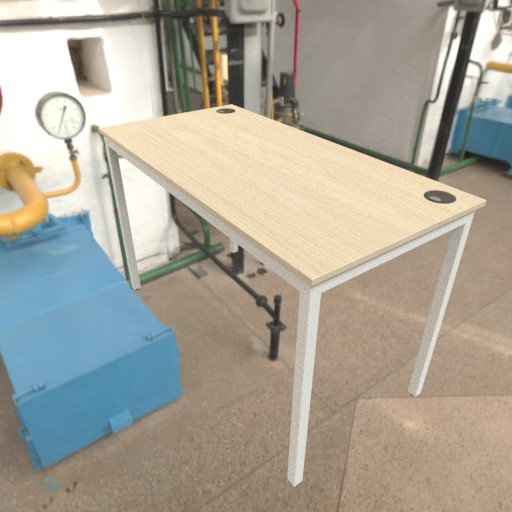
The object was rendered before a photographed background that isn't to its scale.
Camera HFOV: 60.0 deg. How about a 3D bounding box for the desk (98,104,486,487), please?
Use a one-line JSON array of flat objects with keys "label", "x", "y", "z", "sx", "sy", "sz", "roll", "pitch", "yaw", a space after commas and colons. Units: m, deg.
[{"label": "desk", "x": 0.000, "y": 0.000, "z": 1.605, "sx": 0.600, "sy": 0.750, "sz": 1.200, "roll": -21, "pitch": 38, "yaw": -29}]
